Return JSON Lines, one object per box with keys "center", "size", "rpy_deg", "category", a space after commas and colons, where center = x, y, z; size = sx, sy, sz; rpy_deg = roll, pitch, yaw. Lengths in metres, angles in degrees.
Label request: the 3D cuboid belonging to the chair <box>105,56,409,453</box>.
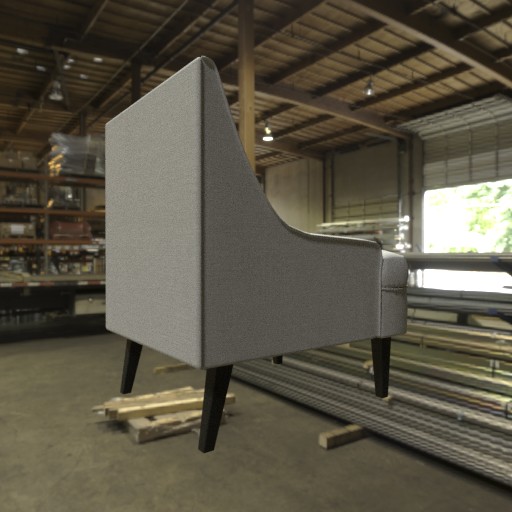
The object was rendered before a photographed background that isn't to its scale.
{"center": [0.000, 0.000, 1.430], "size": [0.772, 0.891, 0.658], "rpy_deg": [0, 1, -36], "category": "chair"}
